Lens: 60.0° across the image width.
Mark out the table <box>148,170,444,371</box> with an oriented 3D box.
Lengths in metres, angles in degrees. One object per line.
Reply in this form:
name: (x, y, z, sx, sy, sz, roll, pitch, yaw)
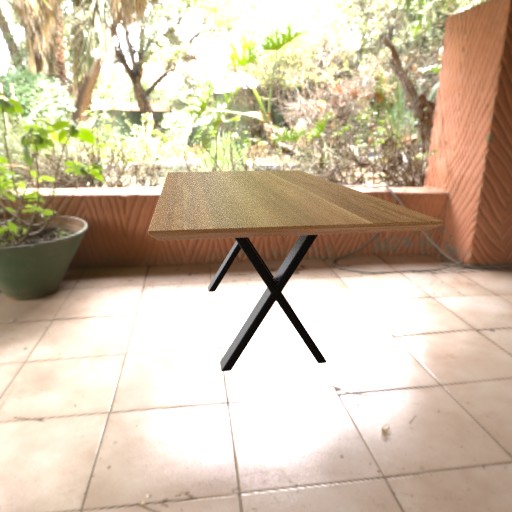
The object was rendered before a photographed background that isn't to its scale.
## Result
table: (0.000, 0.000, 2.509, 1.000, 0.770, 2.000, -3, 16, -9)
